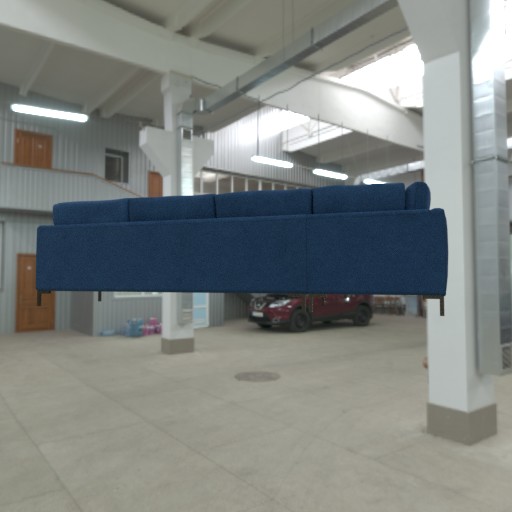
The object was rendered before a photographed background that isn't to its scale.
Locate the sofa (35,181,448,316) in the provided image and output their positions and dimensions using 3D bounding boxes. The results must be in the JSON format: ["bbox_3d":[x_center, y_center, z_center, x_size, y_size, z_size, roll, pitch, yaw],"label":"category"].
[{"bbox_3d":[0.000,0.000,3.892,2.949,0.815,2.007,-1,-3,17],"label":"sofa"}]
